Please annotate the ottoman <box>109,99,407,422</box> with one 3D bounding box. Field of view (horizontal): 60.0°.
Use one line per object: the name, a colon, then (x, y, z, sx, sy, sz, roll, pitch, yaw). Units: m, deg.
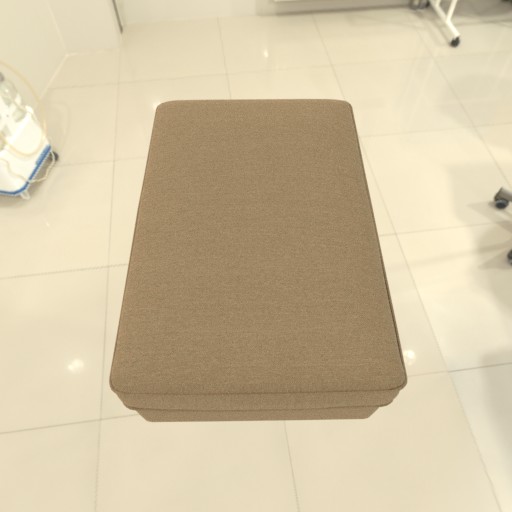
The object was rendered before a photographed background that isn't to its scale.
ottoman: (0.000, 0.000, 1.314, 0.636, 0.521, 0.945, -1, 57, 0)
